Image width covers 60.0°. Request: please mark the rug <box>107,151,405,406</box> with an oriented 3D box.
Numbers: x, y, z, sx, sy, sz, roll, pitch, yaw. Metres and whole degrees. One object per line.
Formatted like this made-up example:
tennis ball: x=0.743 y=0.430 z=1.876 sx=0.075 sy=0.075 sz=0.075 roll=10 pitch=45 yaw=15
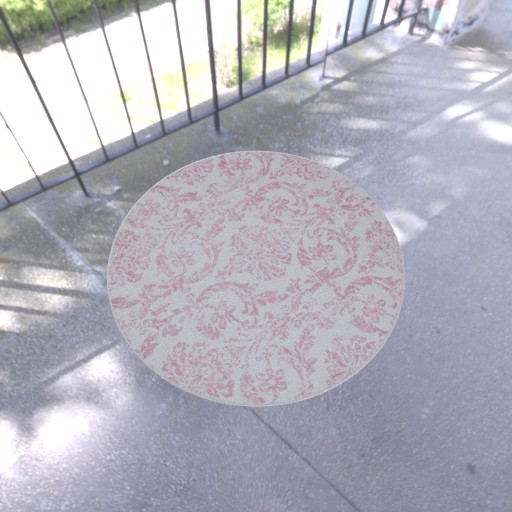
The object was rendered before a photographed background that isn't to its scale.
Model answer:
rug: x=0.000 y=0.000 z=2.407 sx=1.593 sy=0.012 sz=1.593 roll=0 pitch=58 yaw=0
